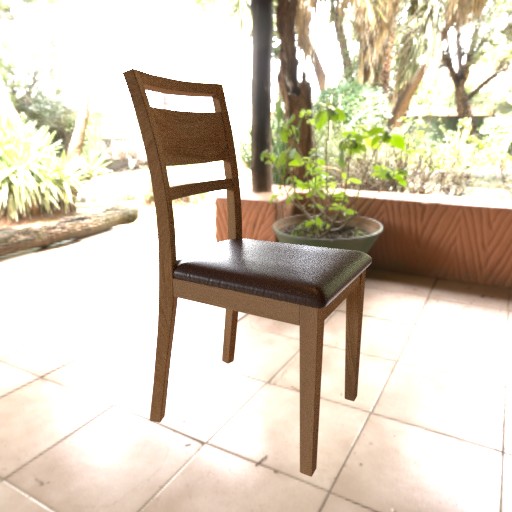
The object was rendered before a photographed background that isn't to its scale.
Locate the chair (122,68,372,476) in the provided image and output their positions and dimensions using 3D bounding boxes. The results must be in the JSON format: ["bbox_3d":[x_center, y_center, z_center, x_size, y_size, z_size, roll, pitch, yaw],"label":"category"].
[{"bbox_3d":[0.000,0.000,1.216,0.545,0.940,0.420,8,17,27],"label":"chair"}]
